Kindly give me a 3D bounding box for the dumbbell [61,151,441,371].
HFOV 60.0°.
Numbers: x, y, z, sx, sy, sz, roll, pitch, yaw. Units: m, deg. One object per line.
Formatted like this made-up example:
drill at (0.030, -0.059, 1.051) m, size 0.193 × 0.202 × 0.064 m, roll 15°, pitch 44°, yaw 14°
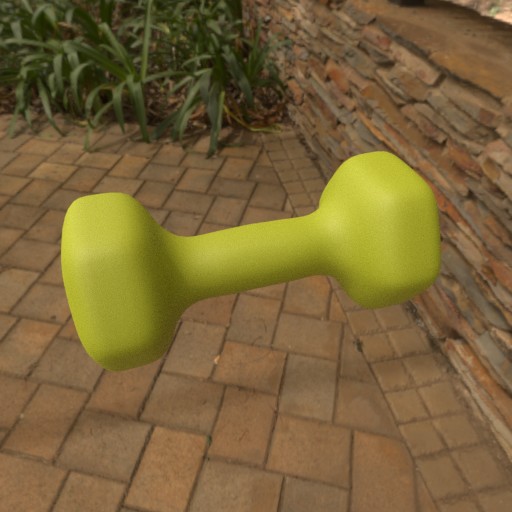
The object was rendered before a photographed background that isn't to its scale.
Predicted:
dumbbell at (0.000, 0.000, 0.208) m, size 0.164 × 0.072 × 0.080 m, roll -11°, pitch 41°, yaw -13°
